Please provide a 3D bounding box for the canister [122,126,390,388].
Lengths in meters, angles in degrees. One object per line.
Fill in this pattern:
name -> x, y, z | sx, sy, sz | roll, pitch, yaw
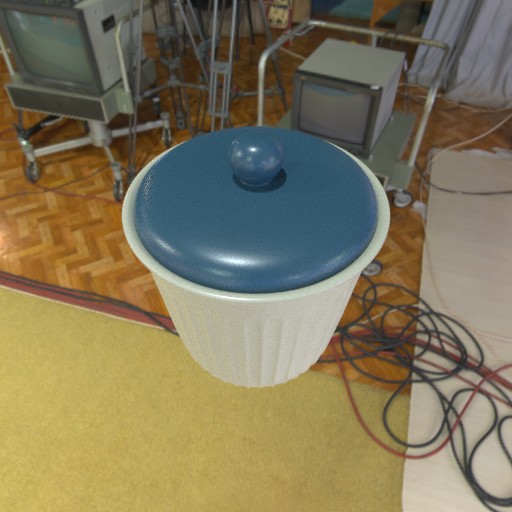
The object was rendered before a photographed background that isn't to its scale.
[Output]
canister -> 0.000, 0.000, 0.347 | 0.181, 0.211, 0.181 | 0, 46, 0
